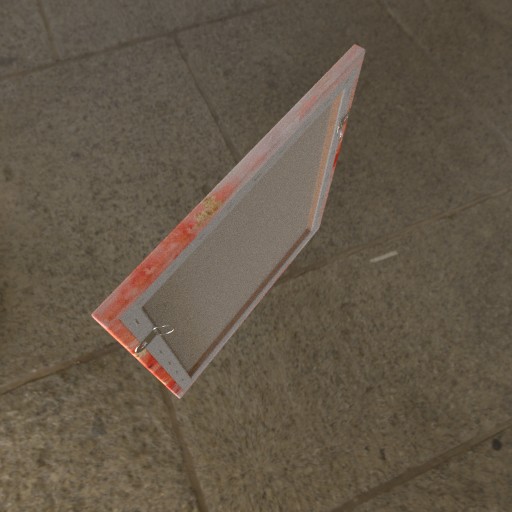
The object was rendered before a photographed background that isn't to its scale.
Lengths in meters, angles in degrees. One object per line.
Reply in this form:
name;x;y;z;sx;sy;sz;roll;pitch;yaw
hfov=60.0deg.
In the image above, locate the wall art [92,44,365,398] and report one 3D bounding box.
wall art;0.000;0.000;1.322;0.066;0.878;0.878;35;69;15
